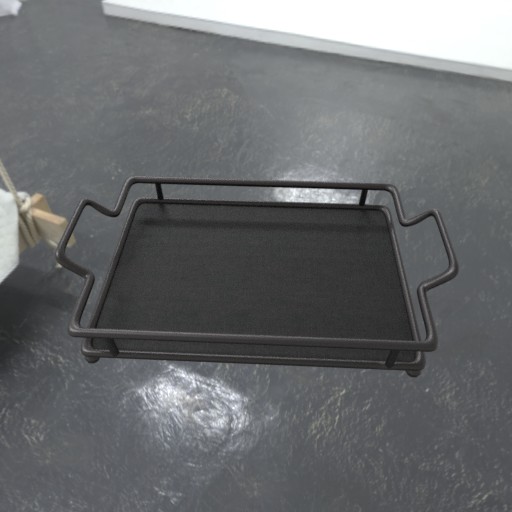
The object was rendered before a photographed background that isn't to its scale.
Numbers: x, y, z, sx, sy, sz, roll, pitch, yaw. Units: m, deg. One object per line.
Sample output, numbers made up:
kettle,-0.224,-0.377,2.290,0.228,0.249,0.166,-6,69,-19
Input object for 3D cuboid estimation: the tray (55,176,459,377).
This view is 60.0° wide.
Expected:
tray,0.000,0.000,0.606,0.495,0.101,0.297,2,47,2
